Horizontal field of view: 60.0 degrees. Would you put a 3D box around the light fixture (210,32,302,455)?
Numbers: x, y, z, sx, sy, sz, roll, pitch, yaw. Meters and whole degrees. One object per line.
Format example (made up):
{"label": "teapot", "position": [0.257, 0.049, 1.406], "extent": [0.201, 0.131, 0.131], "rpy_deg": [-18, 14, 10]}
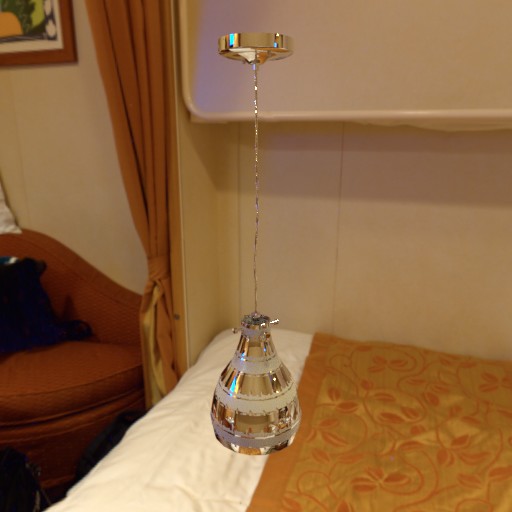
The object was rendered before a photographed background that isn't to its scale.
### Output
{"label": "light fixture", "position": [0.000, 0.000, 1.641], "extent": [0.374, 1.457, 0.374], "rpy_deg": [-8, 17, -27]}
